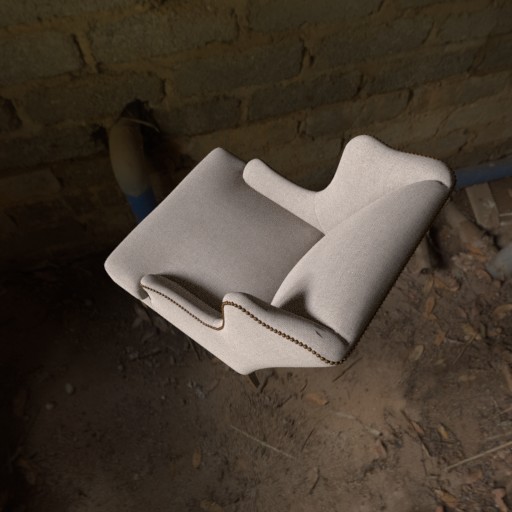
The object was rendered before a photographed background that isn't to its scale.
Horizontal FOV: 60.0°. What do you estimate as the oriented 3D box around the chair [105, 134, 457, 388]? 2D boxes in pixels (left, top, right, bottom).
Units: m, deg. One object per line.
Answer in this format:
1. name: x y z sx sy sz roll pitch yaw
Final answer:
1. chair: 0.000 0.000 1.663 0.940 1.029 0.737 32 67 16
